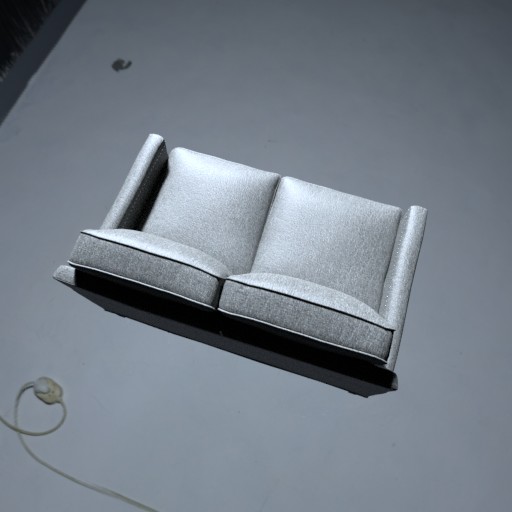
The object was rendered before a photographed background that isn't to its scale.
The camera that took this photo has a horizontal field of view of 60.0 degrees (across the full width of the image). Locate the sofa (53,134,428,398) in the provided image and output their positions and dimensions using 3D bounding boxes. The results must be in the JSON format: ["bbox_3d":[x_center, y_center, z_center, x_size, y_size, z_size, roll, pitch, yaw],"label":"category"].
[{"bbox_3d":[0.000,0.000,2.332,1.597,1.003,1.084,17,66,8],"label":"sofa"}]
